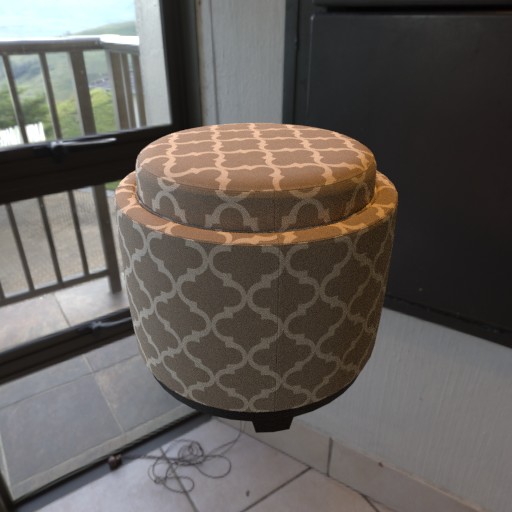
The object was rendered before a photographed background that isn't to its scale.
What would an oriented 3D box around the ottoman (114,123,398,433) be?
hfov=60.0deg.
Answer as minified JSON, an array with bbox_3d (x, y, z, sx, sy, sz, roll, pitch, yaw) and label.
[{"bbox_3d":[0.000,0.000,0.832,0.480,0.429,0.480,0,29,0],"label":"ottoman"}]
